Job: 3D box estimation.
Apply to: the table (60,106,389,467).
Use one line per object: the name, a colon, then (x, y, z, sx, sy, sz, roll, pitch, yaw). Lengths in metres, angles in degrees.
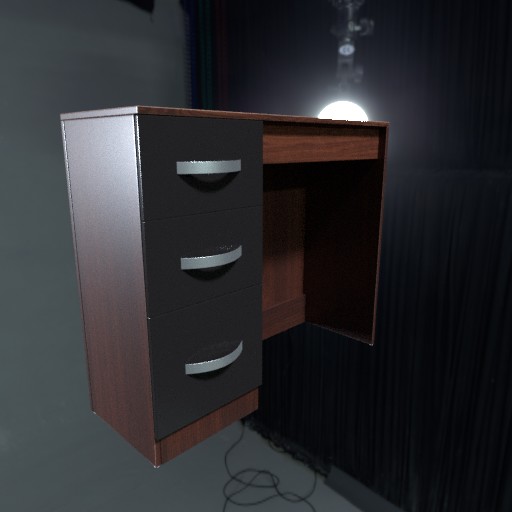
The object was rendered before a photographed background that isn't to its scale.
table: (0.000, 0.000, 1.332, 0.380, 0.790, 0.930, 14, 20, 43)
